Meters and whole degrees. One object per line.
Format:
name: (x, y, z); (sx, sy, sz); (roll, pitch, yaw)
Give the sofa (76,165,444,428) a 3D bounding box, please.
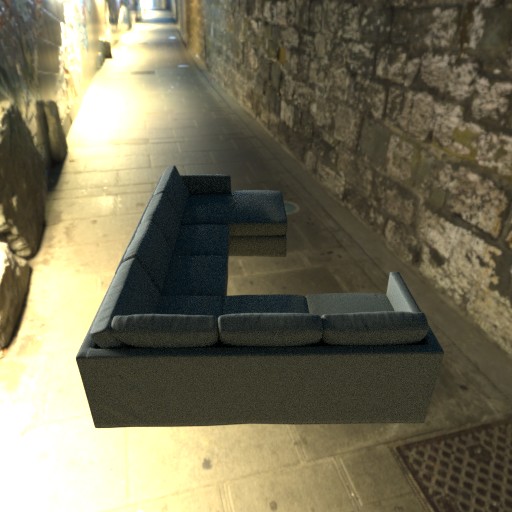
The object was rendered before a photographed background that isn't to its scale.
sofa: (0.000, 0.000, 4.495); (2.427, 0.882, 3.460); (-1, 30, -1)
